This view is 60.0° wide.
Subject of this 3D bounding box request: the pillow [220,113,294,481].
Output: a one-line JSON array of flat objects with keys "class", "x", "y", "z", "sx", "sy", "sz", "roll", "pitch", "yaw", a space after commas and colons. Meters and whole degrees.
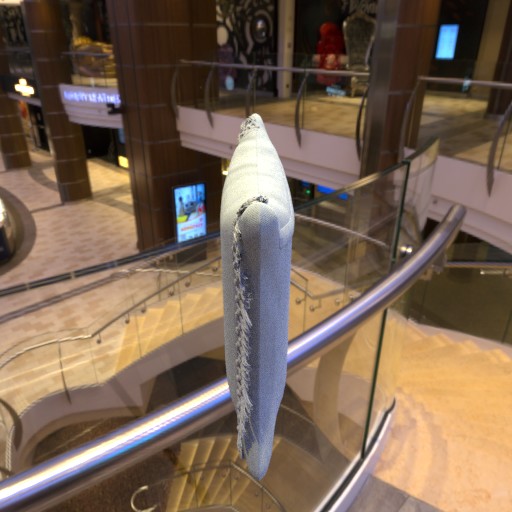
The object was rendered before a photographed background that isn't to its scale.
[{"class": "pillow", "x": 0.000, "y": 0.000, "z": 0.593, "sx": 0.084, "sy": 0.305, "sz": 0.466, "roll": 0, "pitch": 26, "yaw": 0}]
